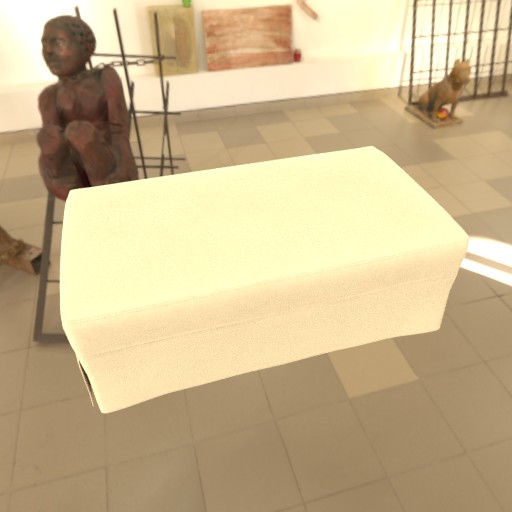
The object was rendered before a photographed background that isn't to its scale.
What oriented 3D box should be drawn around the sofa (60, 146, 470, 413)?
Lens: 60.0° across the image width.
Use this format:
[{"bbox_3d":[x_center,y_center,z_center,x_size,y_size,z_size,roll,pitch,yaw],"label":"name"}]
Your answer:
[{"bbox_3d":[0.000,0.000,2.128,1.677,0.552,0.939,-11,42,-12],"label":"sofa"}]
